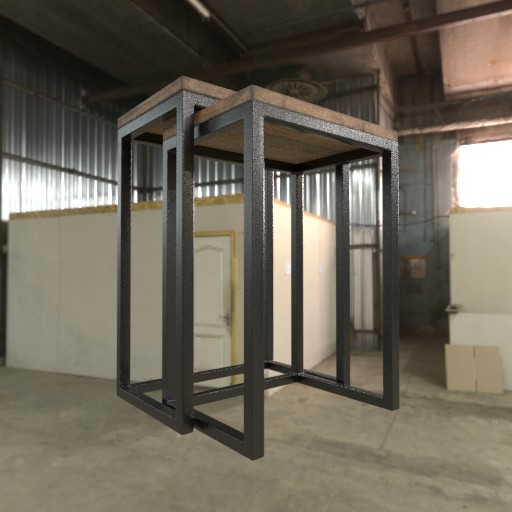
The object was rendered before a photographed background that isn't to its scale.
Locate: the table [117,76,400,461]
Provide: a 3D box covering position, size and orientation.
[{"bbox_3d":[0.000,0.000,0.949,0.456,0.615,0.460,1,-1,-37],"label":"table"}]
